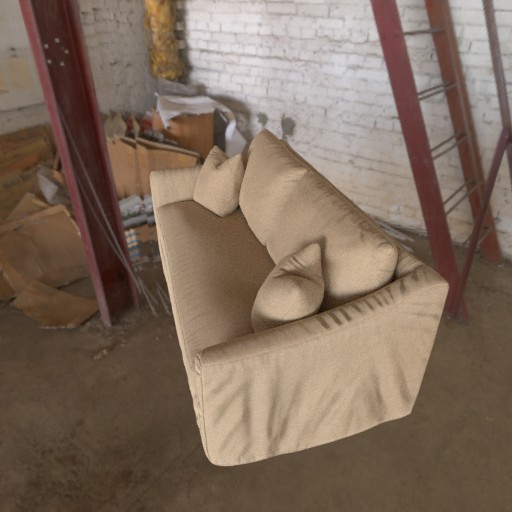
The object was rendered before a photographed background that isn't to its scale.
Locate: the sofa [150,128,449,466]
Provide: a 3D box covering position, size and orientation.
[{"bbox_3d":[0.000,0.000,2.643,1.072,1.018,2.010,-9,33,-14],"label":"sofa"}]
